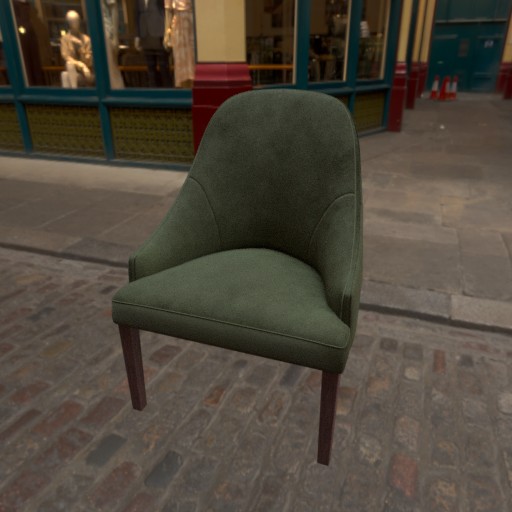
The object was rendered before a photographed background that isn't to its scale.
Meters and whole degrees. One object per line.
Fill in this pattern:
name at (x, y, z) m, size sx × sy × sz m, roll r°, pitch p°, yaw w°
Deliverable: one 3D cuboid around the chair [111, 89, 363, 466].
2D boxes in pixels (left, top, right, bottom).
chair at (0.000, 0.000, 1.304) m, size 0.643 × 0.889 × 0.575 m, roll 9°, pitch 26°, yaw 18°
